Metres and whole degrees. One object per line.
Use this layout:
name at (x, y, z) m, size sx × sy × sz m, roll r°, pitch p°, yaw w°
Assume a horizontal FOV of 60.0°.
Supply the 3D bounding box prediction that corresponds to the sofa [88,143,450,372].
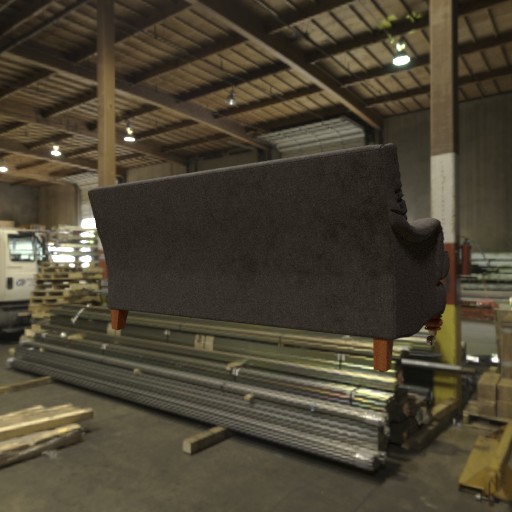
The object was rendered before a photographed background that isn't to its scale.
sofa at (0.000, 0.000, 2.865) m, size 2.160 × 1.054 × 1.087 m, roll 0°, pitch 0°, yaw 36°
